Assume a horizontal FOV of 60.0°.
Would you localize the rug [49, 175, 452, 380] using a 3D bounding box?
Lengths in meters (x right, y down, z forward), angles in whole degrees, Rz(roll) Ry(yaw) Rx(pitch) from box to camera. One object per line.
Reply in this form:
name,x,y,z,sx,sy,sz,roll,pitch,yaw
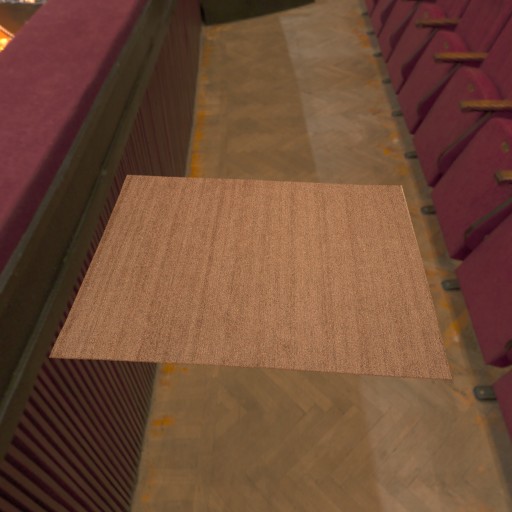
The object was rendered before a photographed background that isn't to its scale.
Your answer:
rug,0.000,0.000,5.083,3.778,0.053,2.873,3,47,3
